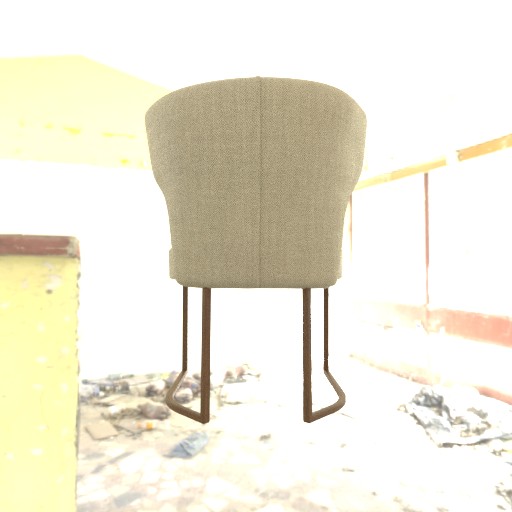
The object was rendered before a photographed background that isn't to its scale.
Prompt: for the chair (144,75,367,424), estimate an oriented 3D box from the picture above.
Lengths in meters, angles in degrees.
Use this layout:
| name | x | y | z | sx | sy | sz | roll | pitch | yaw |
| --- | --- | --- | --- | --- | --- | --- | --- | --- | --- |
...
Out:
| name | x | y | z | sx | sy | sz | roll | pitch | yaw |
| --- | --- | --- | --- | --- | --- | --- | --- | --- | --- |
| chair | 0.000 | 0.000 | 1.289 | 0.611 | 0.824 | 0.617 | 0 | -1 | 0 |
